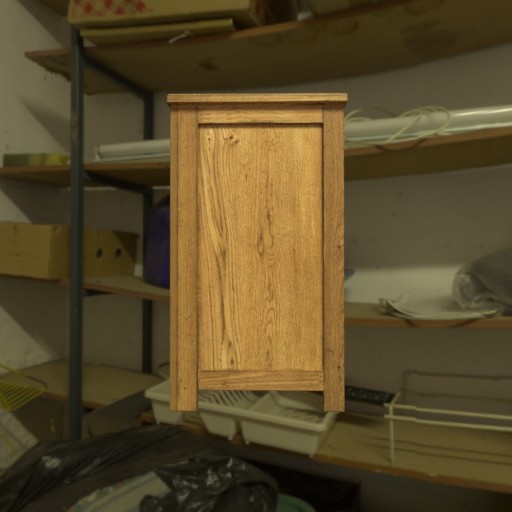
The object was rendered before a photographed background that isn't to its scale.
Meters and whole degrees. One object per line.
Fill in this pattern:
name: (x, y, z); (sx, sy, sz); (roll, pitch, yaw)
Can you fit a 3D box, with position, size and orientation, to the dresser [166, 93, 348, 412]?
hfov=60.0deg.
dresser: (0.000, 0.000, 2.118); (0.563, 0.932, 1.657); (0, -1, 1)
